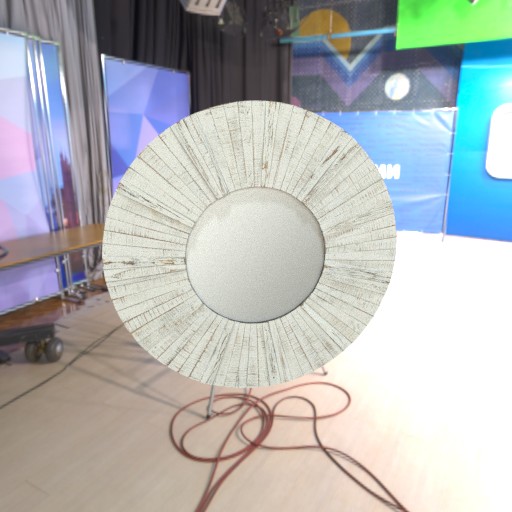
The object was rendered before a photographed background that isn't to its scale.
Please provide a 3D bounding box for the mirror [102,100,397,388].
[{"bbox_3d":[0.000,0.000,1.383,0.914,0.914,0.038,-3,16,-9],"label":"mirror"}]
